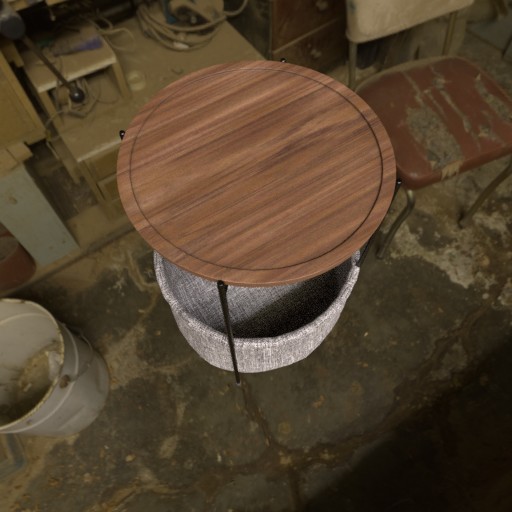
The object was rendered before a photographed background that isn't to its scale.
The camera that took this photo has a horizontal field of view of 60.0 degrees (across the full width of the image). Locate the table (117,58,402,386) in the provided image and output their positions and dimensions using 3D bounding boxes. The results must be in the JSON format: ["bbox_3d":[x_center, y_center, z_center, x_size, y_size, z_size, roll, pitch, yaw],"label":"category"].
[{"bbox_3d":[0.000,0.000,0.895,0.400,0.623,0.400,-30,67,-14],"label":"table"}]
